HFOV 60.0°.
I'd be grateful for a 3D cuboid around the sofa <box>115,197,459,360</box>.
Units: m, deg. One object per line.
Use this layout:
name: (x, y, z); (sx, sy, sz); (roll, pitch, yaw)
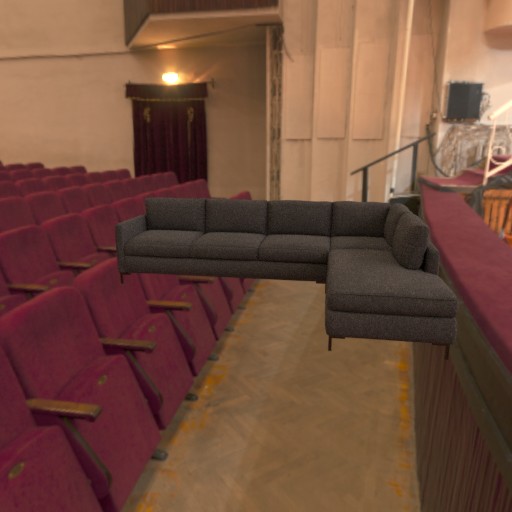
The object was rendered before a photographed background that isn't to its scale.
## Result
sofa: (0.000, 0.000, 3.953); (2.949, 0.815, 2.007); (2, 14, 9)
